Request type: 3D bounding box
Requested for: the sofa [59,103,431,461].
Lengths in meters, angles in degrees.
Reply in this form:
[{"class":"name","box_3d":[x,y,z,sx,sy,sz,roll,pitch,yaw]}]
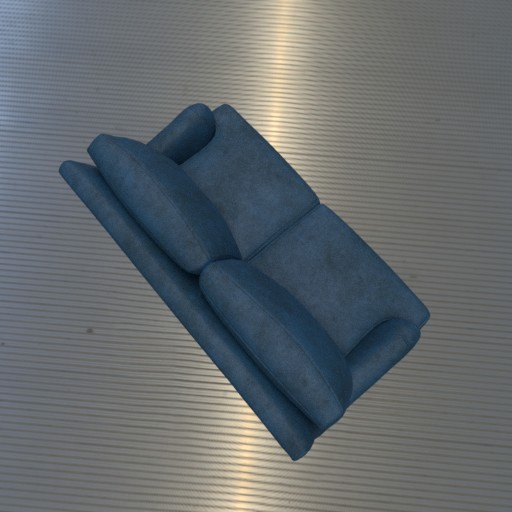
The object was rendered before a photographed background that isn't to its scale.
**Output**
[{"class":"sofa","box_3d":[0.000,0.000,2.537,1.084,1.101,1.853,-40,78,-10]}]
